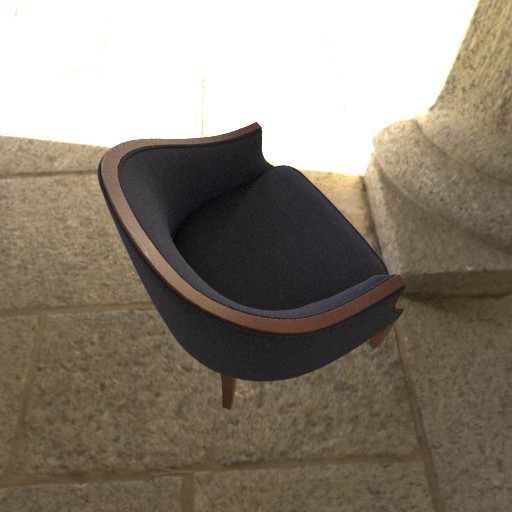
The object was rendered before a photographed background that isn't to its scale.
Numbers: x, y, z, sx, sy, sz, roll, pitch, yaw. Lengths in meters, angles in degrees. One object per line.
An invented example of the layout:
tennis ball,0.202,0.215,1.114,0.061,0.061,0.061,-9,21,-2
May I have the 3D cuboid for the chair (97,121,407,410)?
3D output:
chair,0.000,0.000,1.463,0.735,0.876,0.803,-28,62,-17
